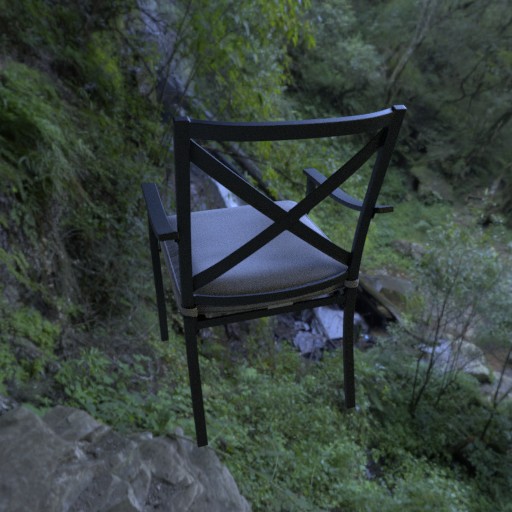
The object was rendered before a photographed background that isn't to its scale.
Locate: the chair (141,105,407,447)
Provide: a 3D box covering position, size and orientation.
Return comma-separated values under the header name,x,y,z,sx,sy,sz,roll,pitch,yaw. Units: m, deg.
name,x,y,z,sx,sy,sz,roll,pitch,yaw
chair,0.000,0.000,1.293,0.575,0.889,0.620,-8,28,-16
